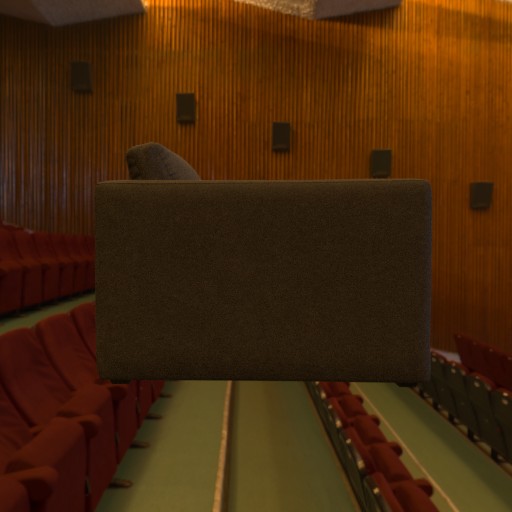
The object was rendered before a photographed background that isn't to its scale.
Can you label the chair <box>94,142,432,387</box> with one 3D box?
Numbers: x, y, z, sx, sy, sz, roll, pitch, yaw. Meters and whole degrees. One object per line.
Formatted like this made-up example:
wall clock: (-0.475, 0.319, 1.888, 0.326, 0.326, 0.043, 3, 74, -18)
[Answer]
chair: (0.000, 0.000, 1.937, 1.091, 0.845, 1.190, 0, 1, -2)
